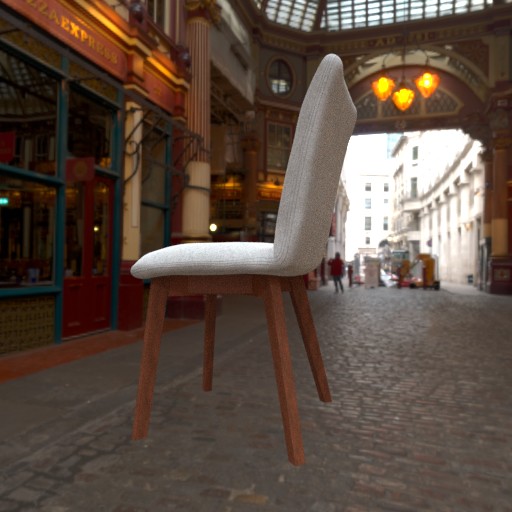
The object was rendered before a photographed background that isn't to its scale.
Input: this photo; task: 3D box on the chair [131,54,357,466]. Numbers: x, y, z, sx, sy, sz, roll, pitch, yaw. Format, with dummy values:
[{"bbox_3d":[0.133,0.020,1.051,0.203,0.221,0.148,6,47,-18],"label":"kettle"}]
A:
[{"bbox_3d":[0.000,0.000,1.322,0.563,0.974,0.522,0,-1,17],"label":"chair"}]
